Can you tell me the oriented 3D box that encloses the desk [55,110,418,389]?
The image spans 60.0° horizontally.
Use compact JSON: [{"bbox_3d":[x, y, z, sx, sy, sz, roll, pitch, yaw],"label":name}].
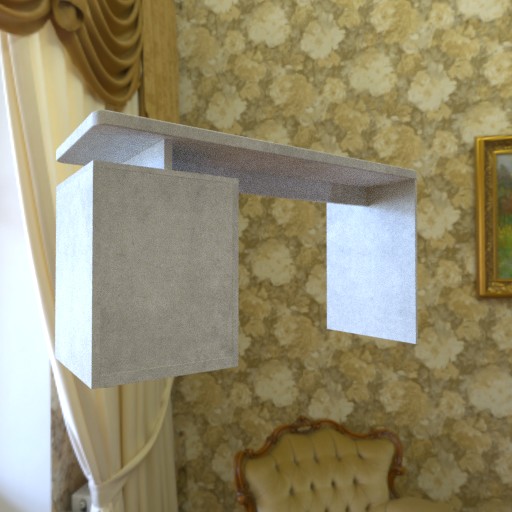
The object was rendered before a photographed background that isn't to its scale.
[{"bbox_3d":[0.000,0.000,1.774,1.400,0.755,0.550,1,-1,-35],"label":"desk"}]
